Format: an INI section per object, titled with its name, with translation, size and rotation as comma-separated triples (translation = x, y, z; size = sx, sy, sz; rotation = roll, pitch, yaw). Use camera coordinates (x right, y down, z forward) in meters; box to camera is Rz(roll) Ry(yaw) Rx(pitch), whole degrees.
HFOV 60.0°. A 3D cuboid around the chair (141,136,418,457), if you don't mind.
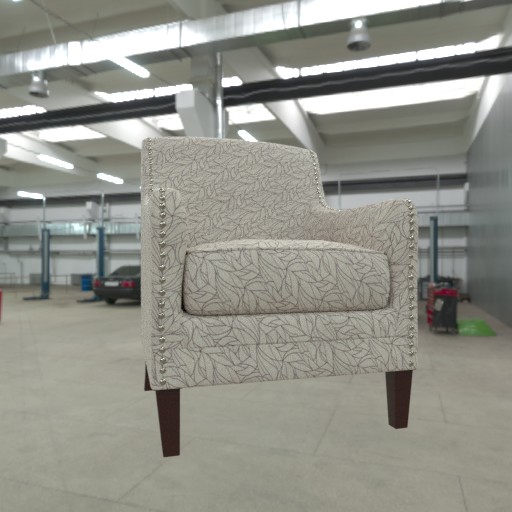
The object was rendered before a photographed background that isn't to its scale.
[chair]
translation = 0.000, 0.000, 1.267
size = 0.623, 0.816, 0.651
rotation = 0, -1, -16
